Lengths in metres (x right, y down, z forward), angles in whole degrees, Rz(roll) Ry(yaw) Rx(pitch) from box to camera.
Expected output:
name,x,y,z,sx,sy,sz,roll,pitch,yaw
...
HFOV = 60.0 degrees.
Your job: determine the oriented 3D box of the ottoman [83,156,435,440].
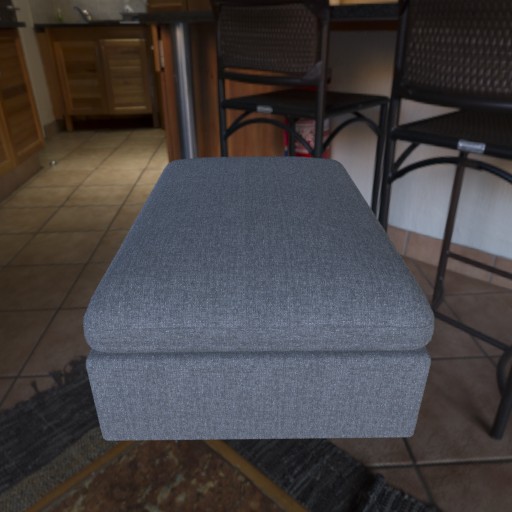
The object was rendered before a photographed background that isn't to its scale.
name,x,y,z,sx,sy,sz,roll,pitch,yaw
ottoman,0.000,0.000,1.364,0.711,0.483,1.041,0,28,-1
